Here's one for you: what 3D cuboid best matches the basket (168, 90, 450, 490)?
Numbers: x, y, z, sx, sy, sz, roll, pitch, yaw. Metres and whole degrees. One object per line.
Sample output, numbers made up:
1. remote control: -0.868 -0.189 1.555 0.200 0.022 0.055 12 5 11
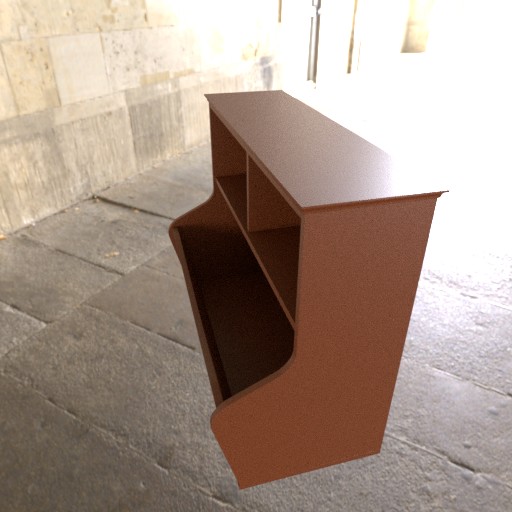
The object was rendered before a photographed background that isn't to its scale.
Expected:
1. basket: 0.000 0.000 1.097 0.376 0.625 0.792 -8 32 -13
